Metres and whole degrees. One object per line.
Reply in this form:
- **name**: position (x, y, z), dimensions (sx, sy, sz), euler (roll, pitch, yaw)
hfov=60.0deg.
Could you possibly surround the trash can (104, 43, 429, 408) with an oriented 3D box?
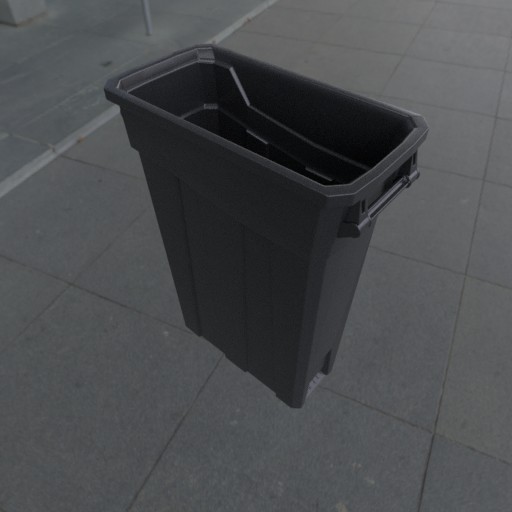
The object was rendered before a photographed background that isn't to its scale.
- **trash can**: position (0.000, 0.000, 1.035), dimensions (0.559, 0.762, 0.281), euler (31, 53, 27)
